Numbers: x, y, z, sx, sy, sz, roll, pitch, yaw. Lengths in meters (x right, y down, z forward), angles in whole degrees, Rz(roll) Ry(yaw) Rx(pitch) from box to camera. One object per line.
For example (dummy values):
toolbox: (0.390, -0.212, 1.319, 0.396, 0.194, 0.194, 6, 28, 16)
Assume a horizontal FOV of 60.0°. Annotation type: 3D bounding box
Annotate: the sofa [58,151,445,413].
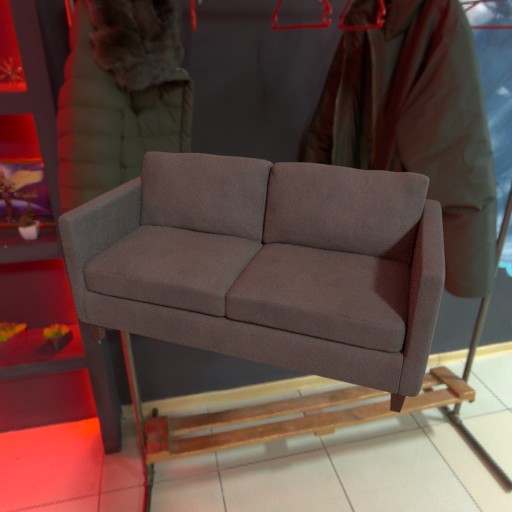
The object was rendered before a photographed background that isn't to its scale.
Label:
sofa: (0.000, 0.000, 2.482, 1.884, 0.963, 0.950, 9, 28, 17)
